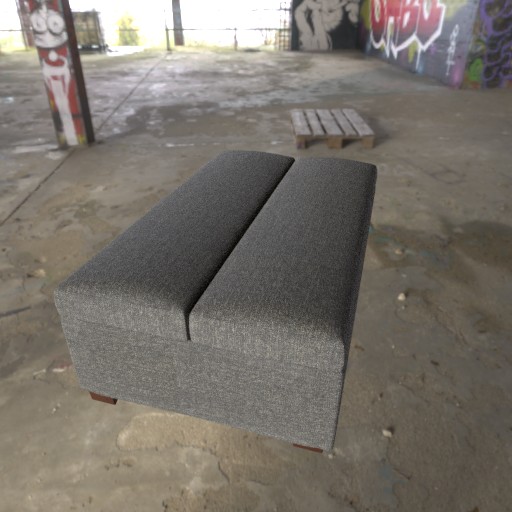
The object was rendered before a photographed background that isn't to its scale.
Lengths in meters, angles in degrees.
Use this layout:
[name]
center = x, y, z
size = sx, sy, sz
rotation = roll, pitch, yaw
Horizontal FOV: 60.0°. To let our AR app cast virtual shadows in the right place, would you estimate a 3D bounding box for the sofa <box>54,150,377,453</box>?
[sofa]
center = 0.000, 0.000, 1.600
size = 0.782, 0.417, 1.198
rotation = 8, 31, 14
